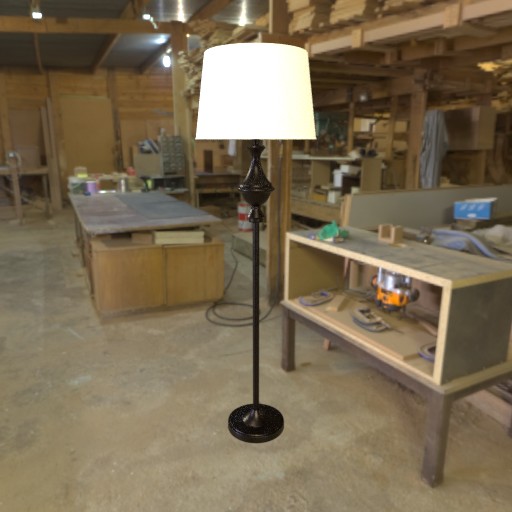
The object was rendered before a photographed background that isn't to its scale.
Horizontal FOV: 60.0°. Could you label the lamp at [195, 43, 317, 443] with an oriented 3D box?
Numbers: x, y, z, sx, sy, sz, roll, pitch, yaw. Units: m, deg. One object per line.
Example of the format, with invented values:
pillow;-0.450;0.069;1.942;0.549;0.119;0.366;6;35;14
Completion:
lamp;0.000;0.000;1.699;0.431;1.484;0.431;0;14;0
